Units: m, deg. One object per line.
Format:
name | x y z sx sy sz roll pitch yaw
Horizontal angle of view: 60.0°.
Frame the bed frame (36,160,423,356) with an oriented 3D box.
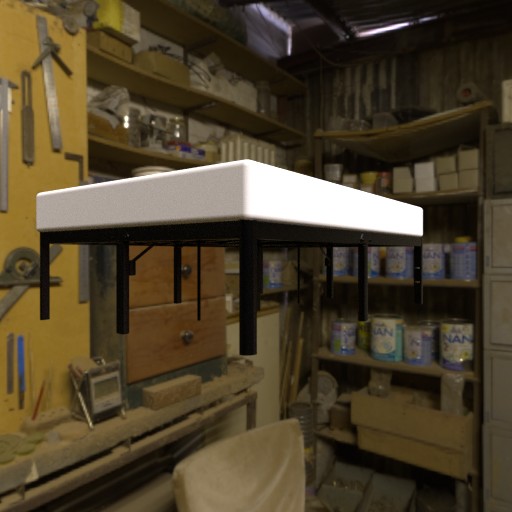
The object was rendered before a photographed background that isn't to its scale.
bed frame | 0.000 0.000 2.662 1.408 0.659 1.956 0 0 37
